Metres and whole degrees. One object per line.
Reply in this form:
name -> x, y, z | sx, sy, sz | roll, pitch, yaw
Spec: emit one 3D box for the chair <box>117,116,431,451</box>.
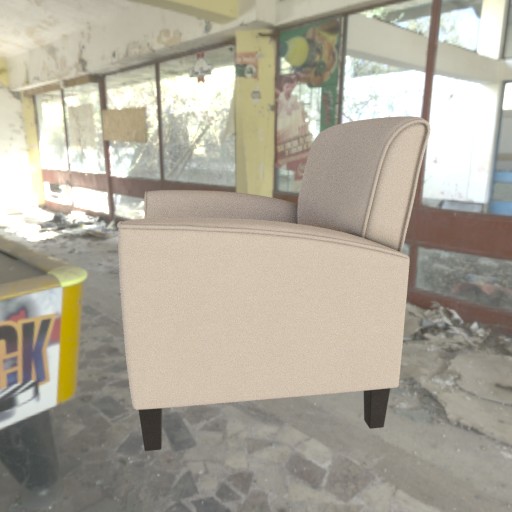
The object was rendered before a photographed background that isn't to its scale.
chair -> 0.000, 0.000, 1.544 | 0.820, 0.915, 0.820 | -2, 14, -9
